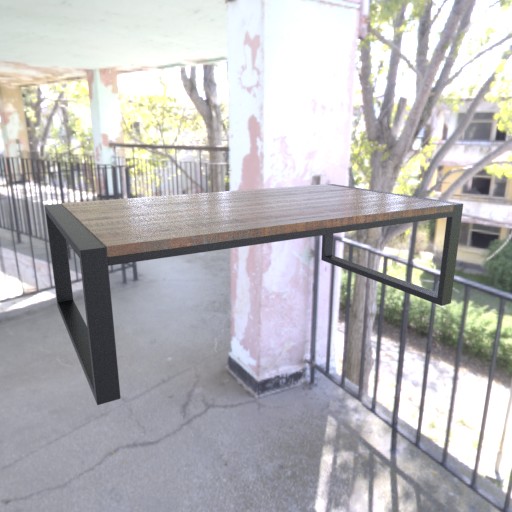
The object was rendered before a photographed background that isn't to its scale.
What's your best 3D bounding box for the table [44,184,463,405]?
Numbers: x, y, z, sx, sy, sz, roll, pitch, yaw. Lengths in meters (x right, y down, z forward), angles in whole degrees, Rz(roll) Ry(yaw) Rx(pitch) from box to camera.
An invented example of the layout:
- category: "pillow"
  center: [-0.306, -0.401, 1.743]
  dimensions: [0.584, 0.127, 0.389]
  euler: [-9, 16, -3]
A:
- category: "table"
  center: [0.000, 0.000, 1.687]
  dimensions: [1.350, 0.400, 0.750]
  euler: [-9, 18, -29]
